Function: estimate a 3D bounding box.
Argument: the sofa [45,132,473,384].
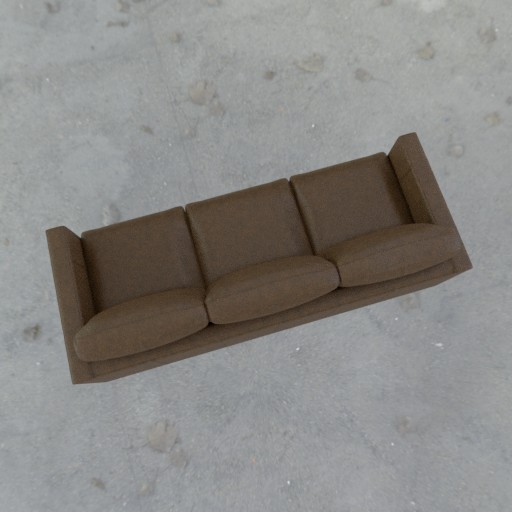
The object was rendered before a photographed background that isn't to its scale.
[{"bbox_3d":[0.000,0.000,2.675,2.231,0.930,0.903,-16,76,-4],"label":"sofa"}]
